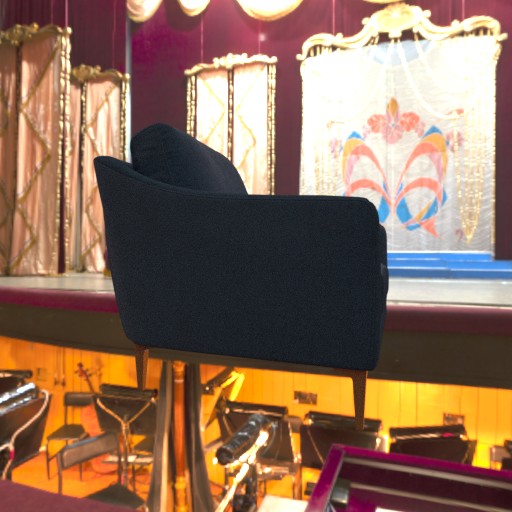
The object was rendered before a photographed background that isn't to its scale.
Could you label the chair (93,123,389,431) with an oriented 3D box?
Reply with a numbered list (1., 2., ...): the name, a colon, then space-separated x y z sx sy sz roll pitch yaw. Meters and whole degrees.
1. chair: 0.000 0.000 1.689 0.961 0.899 0.987 0 0 18
